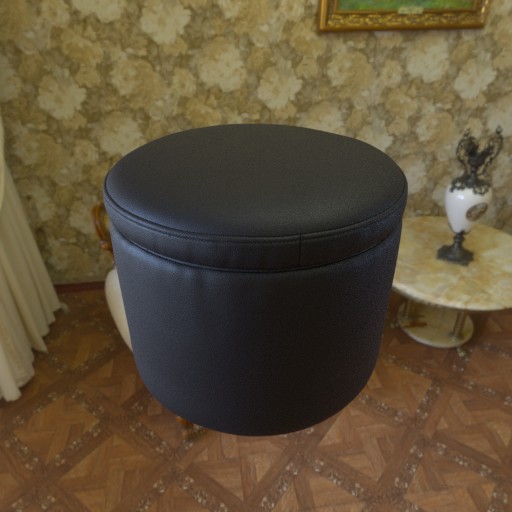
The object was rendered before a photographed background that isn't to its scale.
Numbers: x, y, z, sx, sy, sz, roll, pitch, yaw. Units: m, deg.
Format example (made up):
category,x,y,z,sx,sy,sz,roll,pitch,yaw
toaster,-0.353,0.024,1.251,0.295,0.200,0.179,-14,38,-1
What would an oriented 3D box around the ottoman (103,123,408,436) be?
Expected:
category,x,y,z,sx,sy,sz,roll,pitch,yaw
ottoman,0.000,0.000,0.837,0.501,0.409,0.501,0,31,0
